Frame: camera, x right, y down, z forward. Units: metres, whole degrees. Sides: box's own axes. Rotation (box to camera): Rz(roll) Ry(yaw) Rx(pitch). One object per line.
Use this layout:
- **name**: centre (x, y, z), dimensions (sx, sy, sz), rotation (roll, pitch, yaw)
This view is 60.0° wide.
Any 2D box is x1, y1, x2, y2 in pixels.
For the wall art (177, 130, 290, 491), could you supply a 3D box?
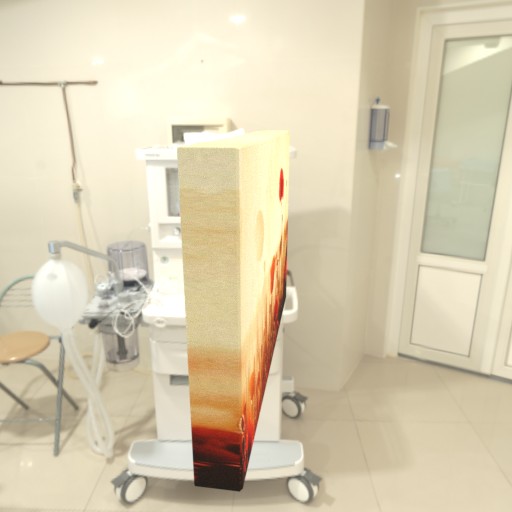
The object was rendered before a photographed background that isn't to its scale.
- **wall art**: centre (0.000, 0.000, 0.477), dimensions (0.037, 0.251, 0.383), rotation (3, 17, 8)
